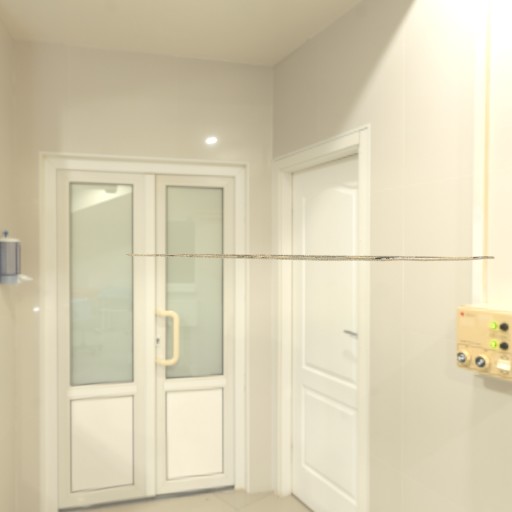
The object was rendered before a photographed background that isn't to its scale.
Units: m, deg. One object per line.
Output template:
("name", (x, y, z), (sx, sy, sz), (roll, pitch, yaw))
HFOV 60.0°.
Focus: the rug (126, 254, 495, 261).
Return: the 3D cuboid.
("rug", (0.000, 0.000, 2.483), (0.692, 0.017, 2.301), (0, 1, -35))
